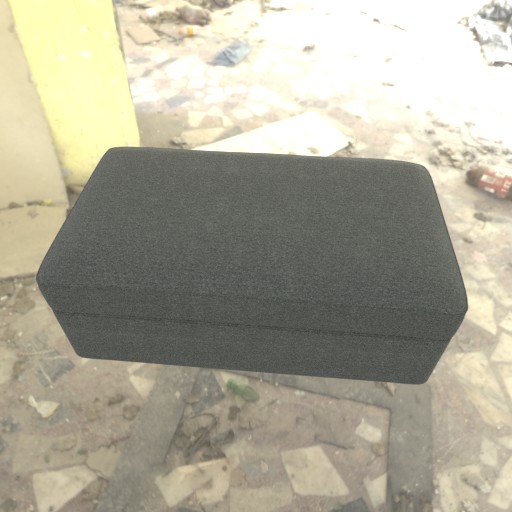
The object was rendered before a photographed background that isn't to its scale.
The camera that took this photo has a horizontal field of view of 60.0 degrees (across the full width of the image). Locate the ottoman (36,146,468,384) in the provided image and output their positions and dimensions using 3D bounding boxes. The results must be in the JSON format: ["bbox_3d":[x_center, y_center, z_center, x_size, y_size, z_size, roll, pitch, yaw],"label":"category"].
[{"bbox_3d":[0.000,0.000,1.532,1.173,0.494,0.681,4,47,3],"label":"ottoman"}]
